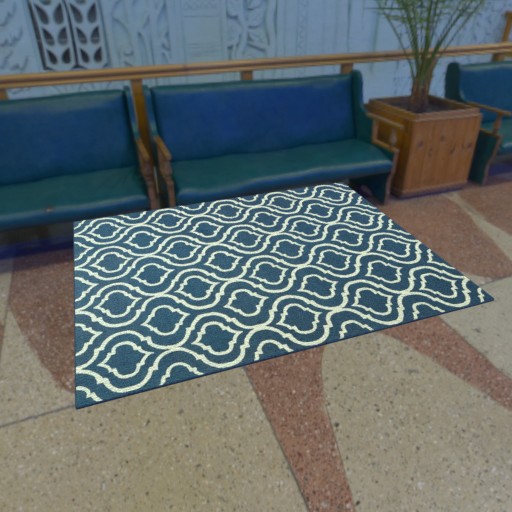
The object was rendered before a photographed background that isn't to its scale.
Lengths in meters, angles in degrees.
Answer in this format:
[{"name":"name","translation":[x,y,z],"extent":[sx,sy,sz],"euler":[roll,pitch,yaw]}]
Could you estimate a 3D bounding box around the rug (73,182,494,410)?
[{"name":"rug","translation":[0.000,0.000,3.714],"extent":[2.881,0.020,2.270],"euler":[-11,34,-16]}]
